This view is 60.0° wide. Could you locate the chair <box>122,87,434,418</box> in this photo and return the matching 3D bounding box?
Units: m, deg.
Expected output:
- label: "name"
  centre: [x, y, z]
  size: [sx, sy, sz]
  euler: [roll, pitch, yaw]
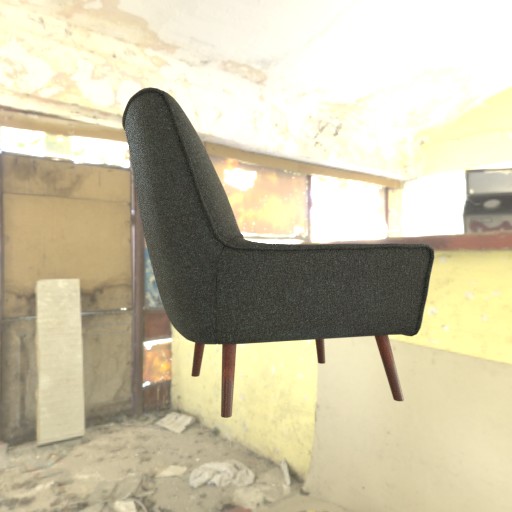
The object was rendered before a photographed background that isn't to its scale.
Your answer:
- label: "chair"
  centre: [0.000, 0.000, 1.482]
  size: [0.859, 0.883, 0.763]
  euler: [0, -1, -19]
